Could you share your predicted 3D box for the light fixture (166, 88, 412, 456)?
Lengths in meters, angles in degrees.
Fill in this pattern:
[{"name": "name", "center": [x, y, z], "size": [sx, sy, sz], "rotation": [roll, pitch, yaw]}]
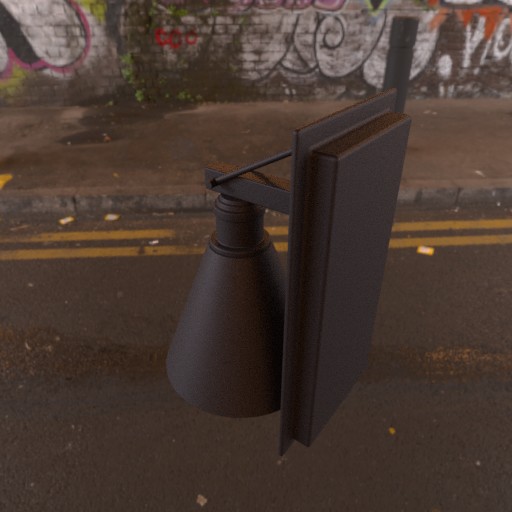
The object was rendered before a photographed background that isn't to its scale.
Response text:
[{"name": "light fixture", "center": [0.000, 0.000, 0.417], "size": [0.207, 0.298, 0.170], "rotation": [21, 38, 31]}]
